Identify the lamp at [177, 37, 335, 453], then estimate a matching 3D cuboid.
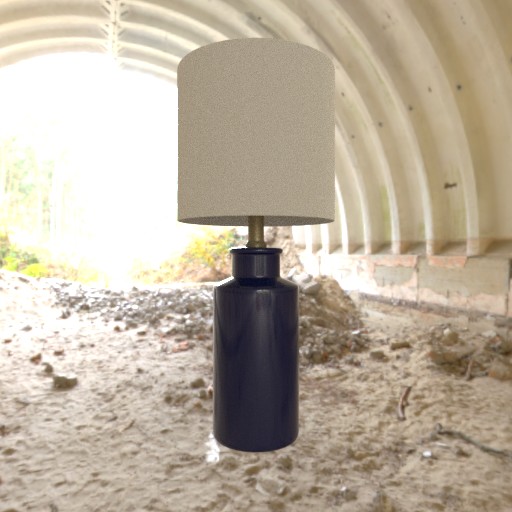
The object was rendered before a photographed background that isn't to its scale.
[{"bbox_3d":[0.000,0.000,0.605,0.212,0.493,0.212,0,0,37],"label":"lamp"}]
